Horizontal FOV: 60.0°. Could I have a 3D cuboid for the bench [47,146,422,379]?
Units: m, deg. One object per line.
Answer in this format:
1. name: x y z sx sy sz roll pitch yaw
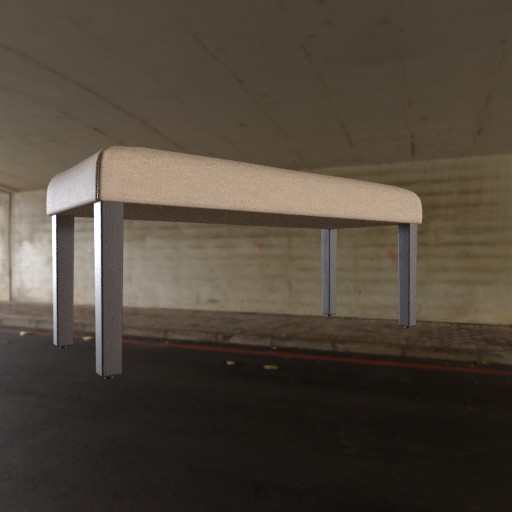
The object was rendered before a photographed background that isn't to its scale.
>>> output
1. bench: 0.000 0.000 1.253 1.013 0.456 0.407 0 0 -37
